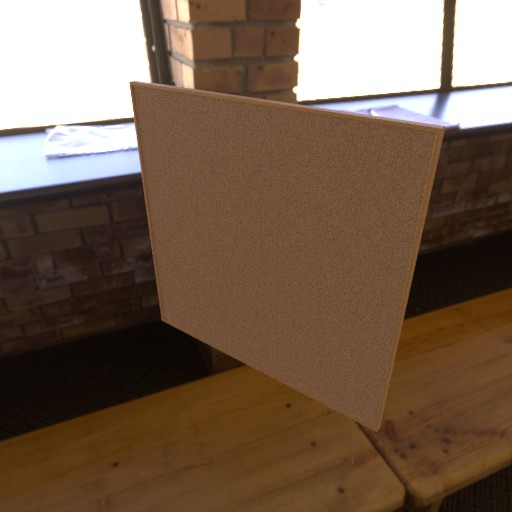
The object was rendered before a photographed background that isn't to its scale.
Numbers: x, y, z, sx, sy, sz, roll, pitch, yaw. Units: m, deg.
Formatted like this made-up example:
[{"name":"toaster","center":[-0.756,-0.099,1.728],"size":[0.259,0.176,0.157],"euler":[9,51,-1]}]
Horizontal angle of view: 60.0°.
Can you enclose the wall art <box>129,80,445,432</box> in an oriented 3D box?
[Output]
[{"name":"wall art","center":[0.000,0.000,0.669],"size":[0.457,0.455,0.013],"euler":[20,36,30]}]
